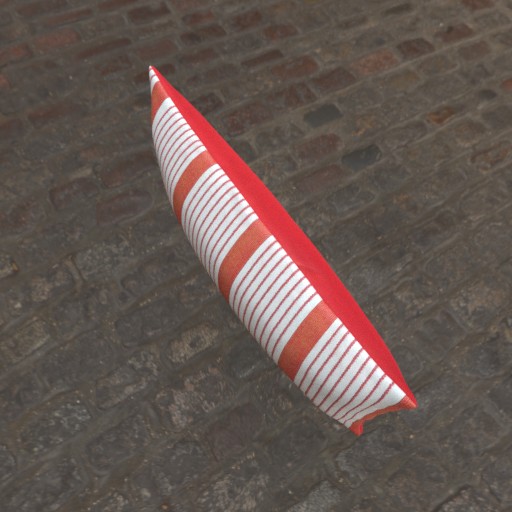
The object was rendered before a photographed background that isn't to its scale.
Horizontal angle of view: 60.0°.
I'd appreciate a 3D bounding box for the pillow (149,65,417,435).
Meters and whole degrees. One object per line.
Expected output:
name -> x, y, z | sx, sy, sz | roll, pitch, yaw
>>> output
pillow -> 0.000, 0.000, 0.704 | 0.151, 0.297, 0.608 | -31, 67, -14
